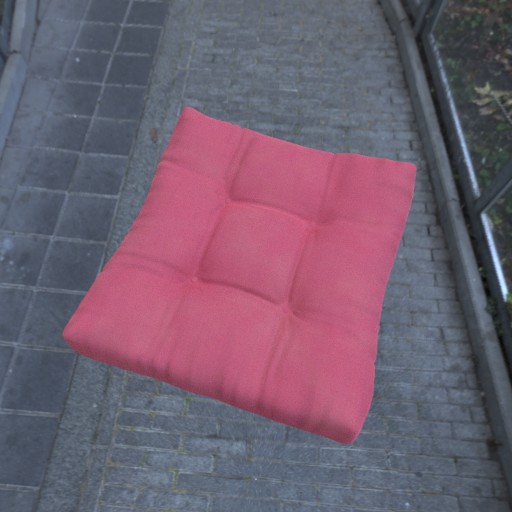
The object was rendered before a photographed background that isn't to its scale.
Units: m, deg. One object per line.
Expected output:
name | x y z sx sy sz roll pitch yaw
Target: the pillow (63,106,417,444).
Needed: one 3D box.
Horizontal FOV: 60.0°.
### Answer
pillow | 0.000 0.000 0.757 0.468 0.128 0.490 16 64 8
